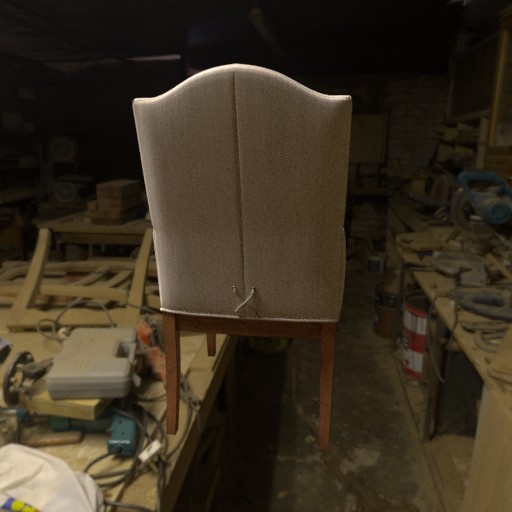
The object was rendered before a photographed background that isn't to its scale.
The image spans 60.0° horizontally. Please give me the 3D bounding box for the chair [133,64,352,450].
[{"bbox_3d":[0.000,0.000,1.373,0.533,1.016,0.641,2,15,8],"label":"chair"}]
